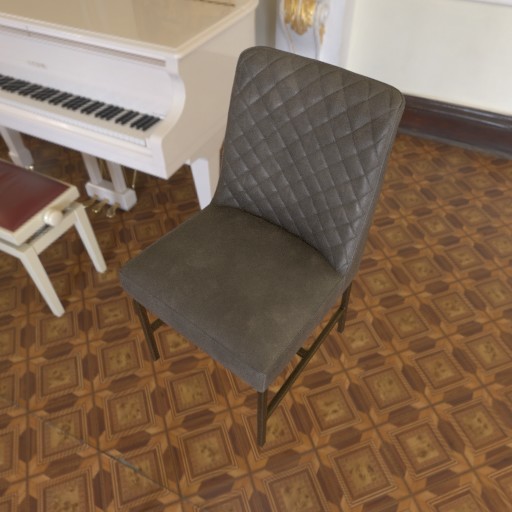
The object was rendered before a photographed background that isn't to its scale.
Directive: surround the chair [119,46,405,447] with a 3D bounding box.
[{"bbox_3d":[0.000,0.000,1.237,0.508,0.889,0.587,30,54,25],"label":"chair"}]
